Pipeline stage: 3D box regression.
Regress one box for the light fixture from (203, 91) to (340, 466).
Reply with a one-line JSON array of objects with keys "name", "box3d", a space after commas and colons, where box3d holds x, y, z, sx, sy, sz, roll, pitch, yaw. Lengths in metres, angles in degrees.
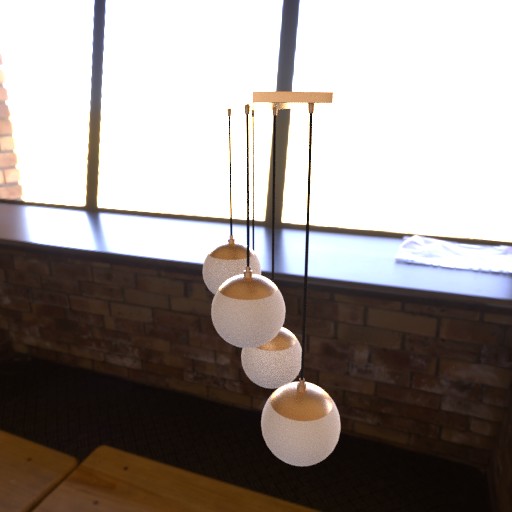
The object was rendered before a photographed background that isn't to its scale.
[{"name": "light fixture", "box3d": [0.000, 0.000, 1.312, 0.299, 0.869, 0.863, -3, 17, -10]}]
